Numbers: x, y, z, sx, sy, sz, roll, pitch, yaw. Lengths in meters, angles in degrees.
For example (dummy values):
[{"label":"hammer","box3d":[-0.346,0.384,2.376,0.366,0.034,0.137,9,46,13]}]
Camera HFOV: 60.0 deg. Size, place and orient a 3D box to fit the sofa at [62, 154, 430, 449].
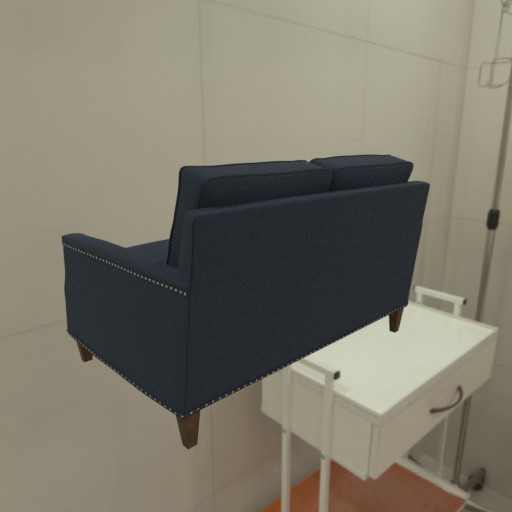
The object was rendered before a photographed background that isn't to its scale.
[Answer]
[{"label":"sofa","box3d":[0.000,0.000,2.255,1.597,1.003,1.084,-14,20,-42]}]
